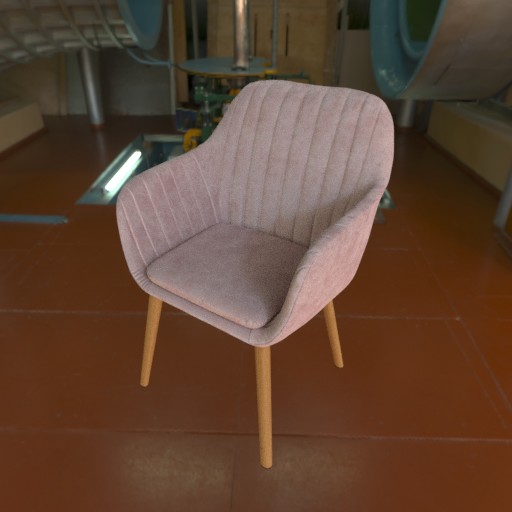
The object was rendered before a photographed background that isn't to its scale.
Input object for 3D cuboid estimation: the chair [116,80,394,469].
[{"bbox_3d":[0.000,0.000,1.238,0.610,0.832,0.570,20,36,30],"label":"chair"}]
